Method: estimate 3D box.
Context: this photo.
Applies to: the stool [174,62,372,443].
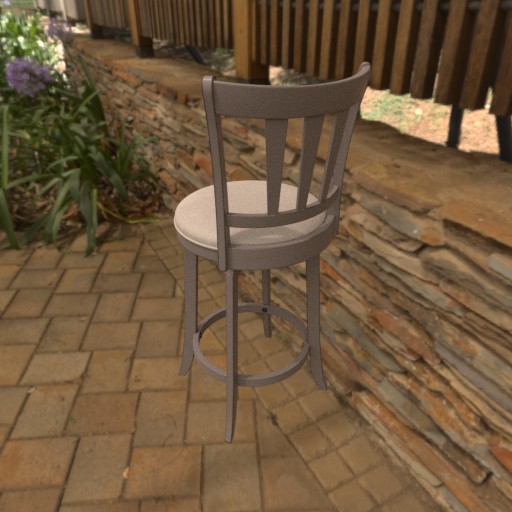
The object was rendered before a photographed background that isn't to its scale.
[{"bbox_3d":[0.000,0.000,1.268,0.436,1.023,0.475,-18,34,-29],"label":"stool"}]
